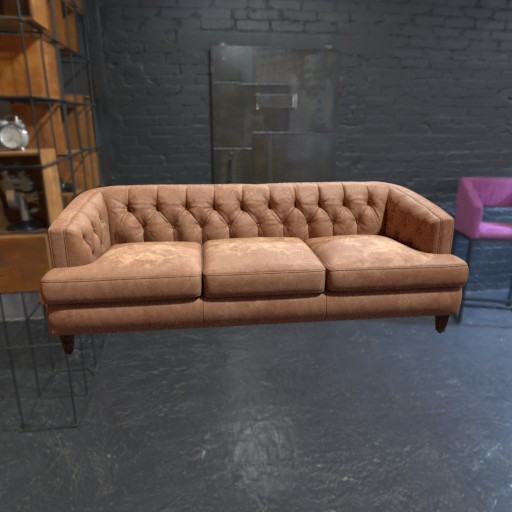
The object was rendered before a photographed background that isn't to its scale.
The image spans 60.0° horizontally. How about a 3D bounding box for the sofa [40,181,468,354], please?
[{"bbox_3d":[0.000,0.000,2.718,2.257,0.791,0.922,-2,17,-6],"label":"sofa"}]
